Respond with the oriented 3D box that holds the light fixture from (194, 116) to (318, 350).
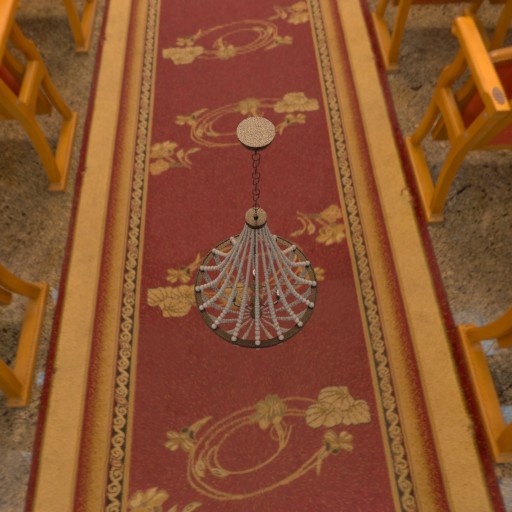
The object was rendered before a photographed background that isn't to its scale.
[{"bbox_3d":[0.000,0.000,1.391,0.450,1.133,0.450,0,64,0],"label":"light fixture"}]
